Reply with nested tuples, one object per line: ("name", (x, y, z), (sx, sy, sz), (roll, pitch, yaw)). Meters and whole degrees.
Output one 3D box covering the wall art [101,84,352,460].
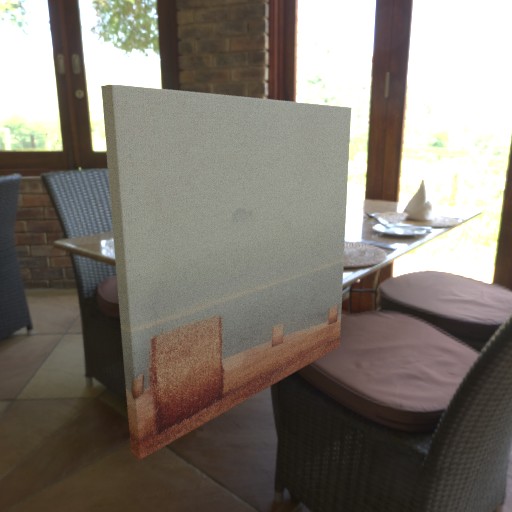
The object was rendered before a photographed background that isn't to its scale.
("wall art", (0.000, 0.000, 0.605), (0.023, 0.405, 0.405), (14, 20, 42))
